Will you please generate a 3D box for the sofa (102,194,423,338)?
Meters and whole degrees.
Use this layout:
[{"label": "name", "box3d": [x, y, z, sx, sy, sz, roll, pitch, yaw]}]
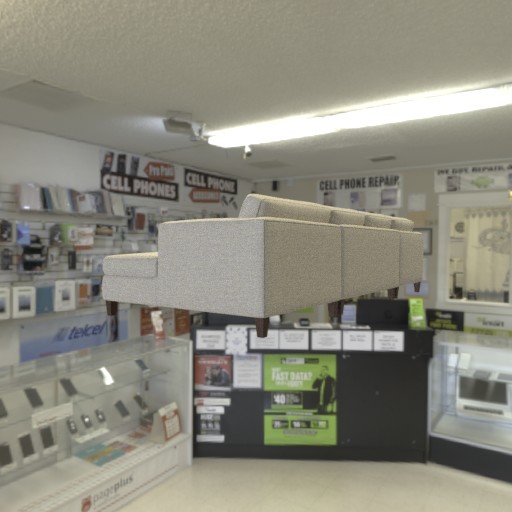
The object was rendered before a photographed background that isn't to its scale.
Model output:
[{"label": "sofa", "box3d": [0.000, 0.000, 4.663, 2.551, 0.889, 3.403, 1, 1, 36]}]
